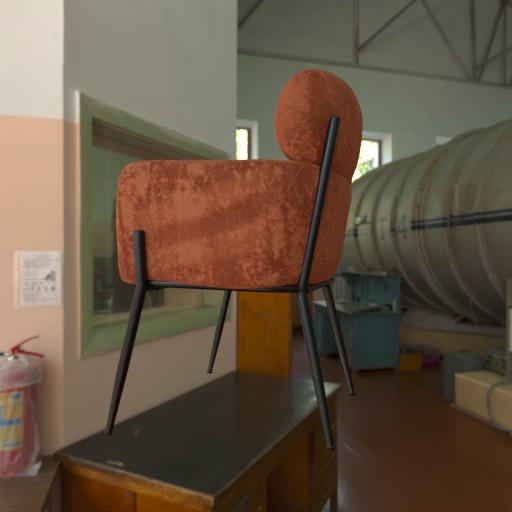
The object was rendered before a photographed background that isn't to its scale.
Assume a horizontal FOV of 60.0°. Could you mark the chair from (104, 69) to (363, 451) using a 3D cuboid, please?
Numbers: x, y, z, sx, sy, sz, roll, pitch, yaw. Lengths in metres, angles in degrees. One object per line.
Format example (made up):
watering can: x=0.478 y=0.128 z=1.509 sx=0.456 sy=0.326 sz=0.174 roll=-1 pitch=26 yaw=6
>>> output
chair: x=0.000 y=0.000 z=1.123 sx=0.523 sy=0.772 sz=0.561 roll=0 pitch=0 yaw=19
